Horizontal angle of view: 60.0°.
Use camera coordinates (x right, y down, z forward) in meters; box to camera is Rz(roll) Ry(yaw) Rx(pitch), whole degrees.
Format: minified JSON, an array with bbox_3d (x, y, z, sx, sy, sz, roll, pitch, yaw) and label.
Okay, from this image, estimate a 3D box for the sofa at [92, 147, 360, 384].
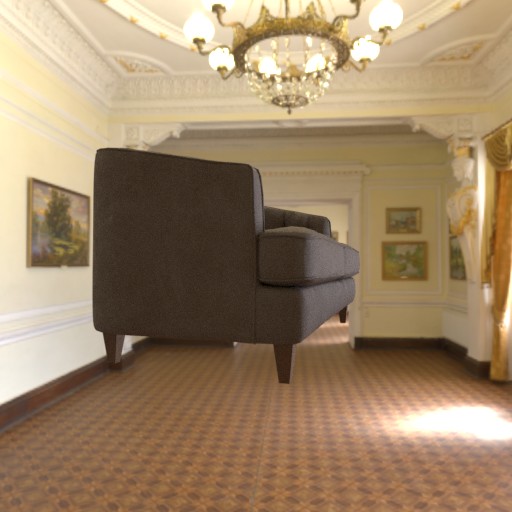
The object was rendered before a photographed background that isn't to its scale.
[{"bbox_3d":[0.000,0.000,2.299,0.941,0.855,1.733,0,-1,18],"label":"sofa"}]
